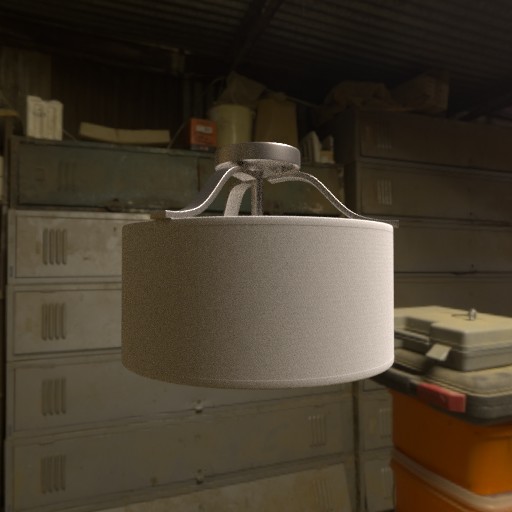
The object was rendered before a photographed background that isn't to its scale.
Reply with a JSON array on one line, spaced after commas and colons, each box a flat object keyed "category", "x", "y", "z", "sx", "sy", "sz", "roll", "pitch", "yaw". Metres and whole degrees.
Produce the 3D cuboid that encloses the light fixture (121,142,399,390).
[{"category": "light fixture", "x": 0.000, "y": 0.000, "z": 0.659, "sx": 0.395, "sy": 0.304, "sz": 0.395, "roll": 0, "pitch": -1, "yaw": 0}]
